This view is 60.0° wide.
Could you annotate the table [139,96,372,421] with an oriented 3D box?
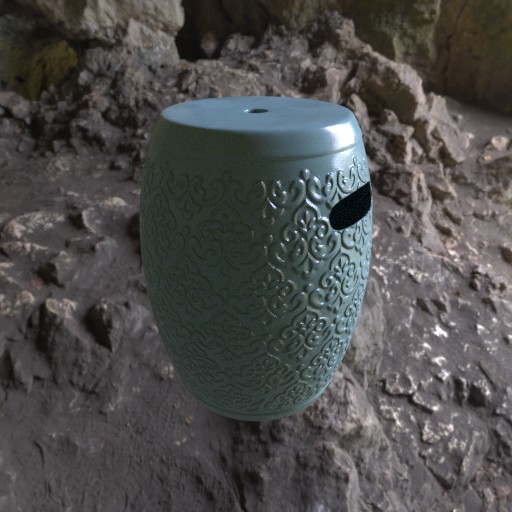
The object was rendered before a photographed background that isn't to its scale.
[{"bbox_3d":[0.000,0.000,0.622,0.309,0.397,0.309,0,28,0],"label":"table"}]
